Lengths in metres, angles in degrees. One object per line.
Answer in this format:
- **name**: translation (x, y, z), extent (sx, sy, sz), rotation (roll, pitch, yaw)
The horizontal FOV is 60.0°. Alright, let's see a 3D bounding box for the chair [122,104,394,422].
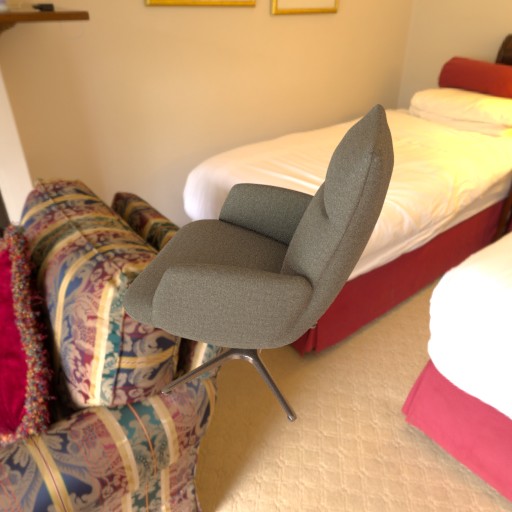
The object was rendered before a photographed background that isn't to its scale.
- **chair**: translation (0.000, 0.000, 1.577), extent (0.831, 0.984, 0.702), rotation (8, 32, 12)
